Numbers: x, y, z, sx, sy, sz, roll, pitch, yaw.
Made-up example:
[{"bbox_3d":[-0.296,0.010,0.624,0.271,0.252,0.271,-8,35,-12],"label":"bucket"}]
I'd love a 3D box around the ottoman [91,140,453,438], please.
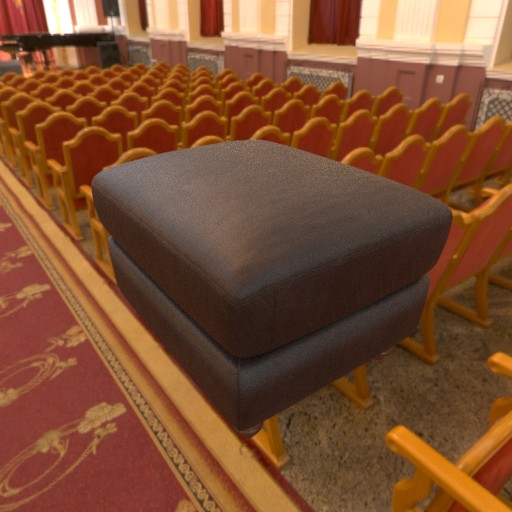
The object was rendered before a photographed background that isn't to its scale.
[{"bbox_3d":[0.000,0.000,1.286,0.670,0.569,0.806,-19,33,-31],"label":"ottoman"}]
